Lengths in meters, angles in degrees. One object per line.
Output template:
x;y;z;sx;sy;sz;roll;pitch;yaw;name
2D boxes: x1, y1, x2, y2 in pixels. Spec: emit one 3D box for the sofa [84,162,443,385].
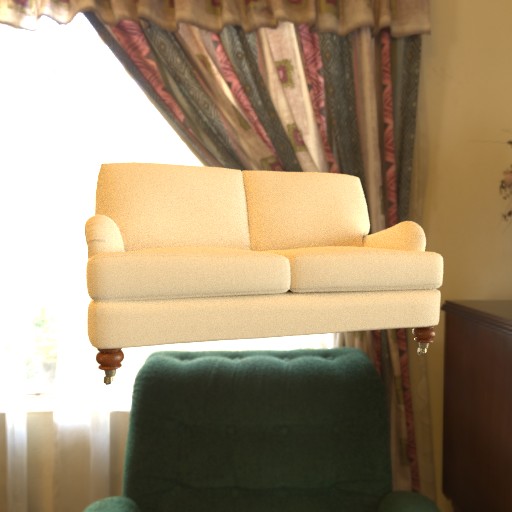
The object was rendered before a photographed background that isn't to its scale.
0.000;0.000;2.581;1.853;1.101;1.084;0;1;-19;sofa
